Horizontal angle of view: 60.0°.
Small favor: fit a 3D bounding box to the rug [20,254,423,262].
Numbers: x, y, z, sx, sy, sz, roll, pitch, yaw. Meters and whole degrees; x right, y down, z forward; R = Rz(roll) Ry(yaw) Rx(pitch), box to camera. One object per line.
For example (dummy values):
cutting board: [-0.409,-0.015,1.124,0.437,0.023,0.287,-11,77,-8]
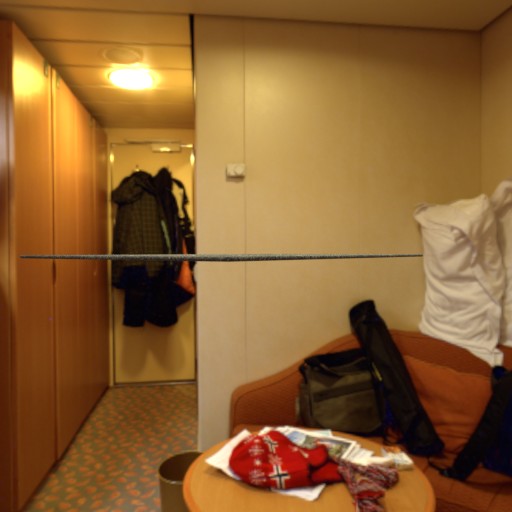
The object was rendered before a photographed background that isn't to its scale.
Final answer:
rug: [0.000,0.000,2.909,1.478,0.017,2.330,0,1,36]
